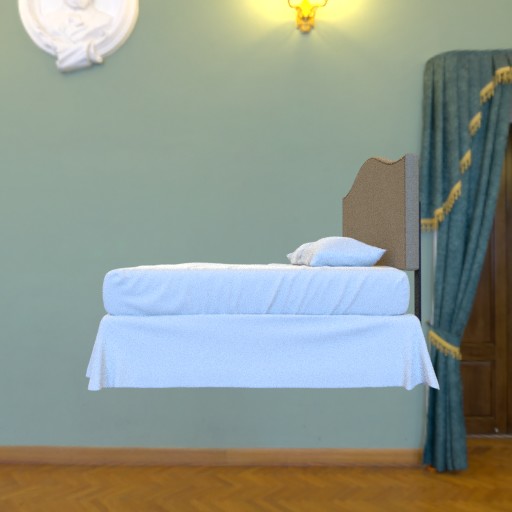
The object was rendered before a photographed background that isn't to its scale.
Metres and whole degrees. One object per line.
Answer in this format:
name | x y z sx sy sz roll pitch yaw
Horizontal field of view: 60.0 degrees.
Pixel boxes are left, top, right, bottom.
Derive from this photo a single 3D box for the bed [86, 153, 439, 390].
bed | 0.000 0.000 3.757 2.222 1.651 2.311 0 -1 -1
